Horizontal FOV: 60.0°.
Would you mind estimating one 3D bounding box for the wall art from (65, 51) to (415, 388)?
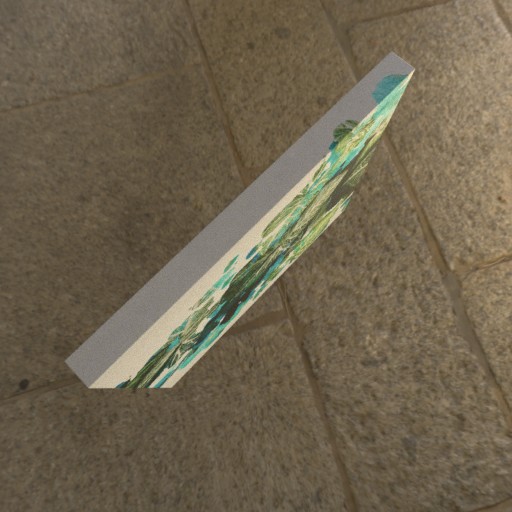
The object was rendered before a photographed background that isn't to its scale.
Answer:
[{"bbox_3d":[0.000,0.000,0.689,0.041,0.435,0.507,43,78,11],"label":"wall art"}]
